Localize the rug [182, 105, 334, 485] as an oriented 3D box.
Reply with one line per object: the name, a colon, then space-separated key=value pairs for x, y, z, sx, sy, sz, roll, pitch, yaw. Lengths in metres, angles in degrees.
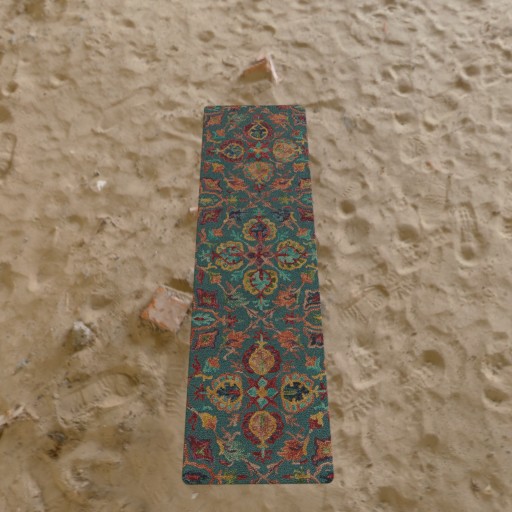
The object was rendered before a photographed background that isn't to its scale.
rug: x=0.000 y=0.000 z=2.496 sx=0.686 sy=0.013 sz=2.286 roll=0 pitch=63 yaw=0
